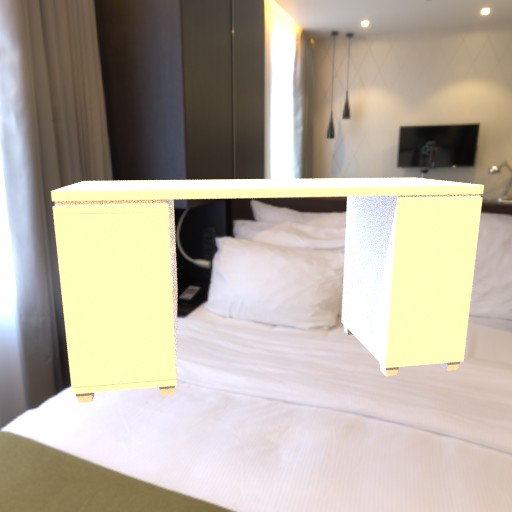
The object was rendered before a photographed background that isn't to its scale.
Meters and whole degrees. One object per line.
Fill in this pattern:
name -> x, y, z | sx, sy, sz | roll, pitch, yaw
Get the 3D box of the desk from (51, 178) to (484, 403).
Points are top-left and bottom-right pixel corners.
desk -> 0.000, 0.000, 2.193 | 1.524, 0.759, 1.199 | -2, 13, -9
